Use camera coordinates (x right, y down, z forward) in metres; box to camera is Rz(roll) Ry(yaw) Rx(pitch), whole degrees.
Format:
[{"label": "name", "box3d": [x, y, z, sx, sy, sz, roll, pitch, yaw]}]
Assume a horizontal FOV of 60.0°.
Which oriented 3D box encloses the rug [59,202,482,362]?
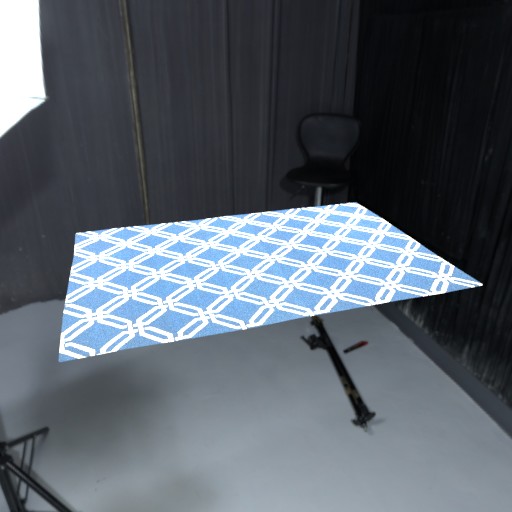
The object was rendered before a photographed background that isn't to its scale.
[{"label": "rug", "box3d": [0.000, 0.000, 2.206, 1.755, 0.010, 1.153, -8, 27, -16]}]
